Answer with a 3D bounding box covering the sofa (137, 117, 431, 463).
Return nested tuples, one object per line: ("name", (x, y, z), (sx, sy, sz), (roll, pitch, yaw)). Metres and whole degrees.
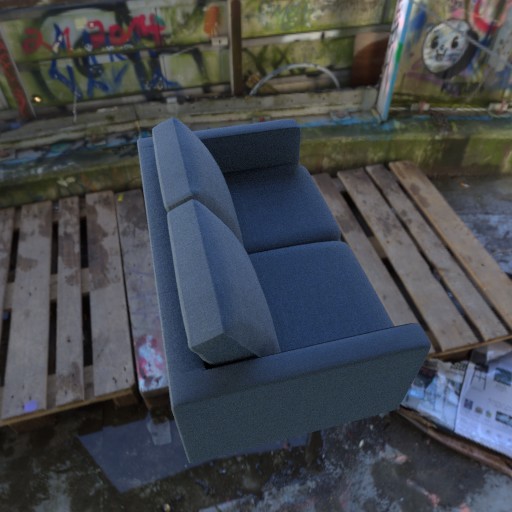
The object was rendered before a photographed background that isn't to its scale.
("sofa", (0.000, 0.000, 2.274), (0.999, 0.907, 1.659), (-11, 48, -10))
